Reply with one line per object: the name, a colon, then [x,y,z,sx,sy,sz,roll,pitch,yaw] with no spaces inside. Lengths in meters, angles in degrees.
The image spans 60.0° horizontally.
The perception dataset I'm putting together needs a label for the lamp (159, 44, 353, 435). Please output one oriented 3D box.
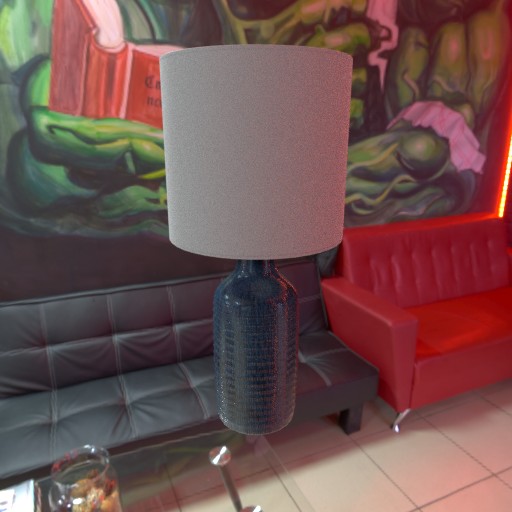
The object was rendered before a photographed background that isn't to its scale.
lamp: [0.000,0.000,0.584,0.220,0.475,0.220,2,17,8]
